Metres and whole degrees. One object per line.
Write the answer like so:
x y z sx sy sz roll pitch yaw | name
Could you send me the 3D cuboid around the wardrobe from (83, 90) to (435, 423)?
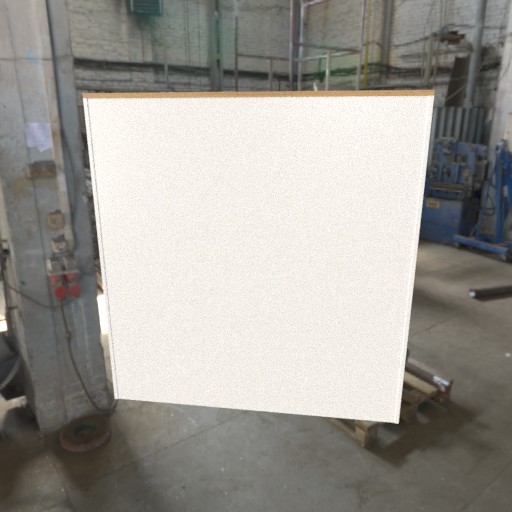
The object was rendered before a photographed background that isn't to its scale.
0.000 0.000 3.297 2.160 2.260 0.590 2 17 8 | wardrobe
